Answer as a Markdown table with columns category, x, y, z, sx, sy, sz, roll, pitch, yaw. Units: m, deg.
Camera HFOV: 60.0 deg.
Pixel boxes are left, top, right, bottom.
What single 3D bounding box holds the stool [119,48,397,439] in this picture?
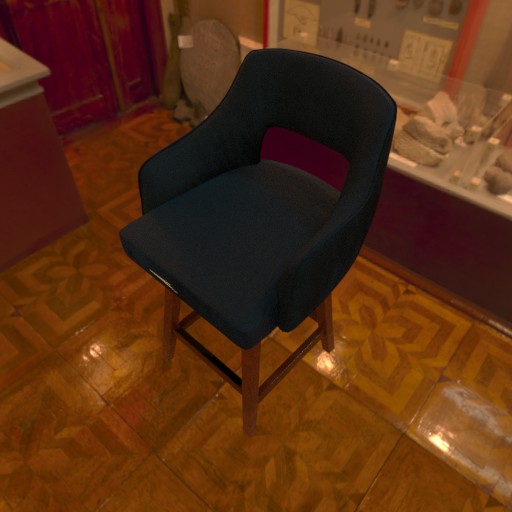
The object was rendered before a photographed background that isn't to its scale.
| category | x | y | z | sx | sy | sz | roll | pitch | yaw |
| --- | --- | --- | --- | --- | --- | --- | --- | --- | --- |
| stool | 0.000 | 0.000 | 1.252 | 0.550 | 0.940 | 0.560 | 34 | 55 | 28 |
